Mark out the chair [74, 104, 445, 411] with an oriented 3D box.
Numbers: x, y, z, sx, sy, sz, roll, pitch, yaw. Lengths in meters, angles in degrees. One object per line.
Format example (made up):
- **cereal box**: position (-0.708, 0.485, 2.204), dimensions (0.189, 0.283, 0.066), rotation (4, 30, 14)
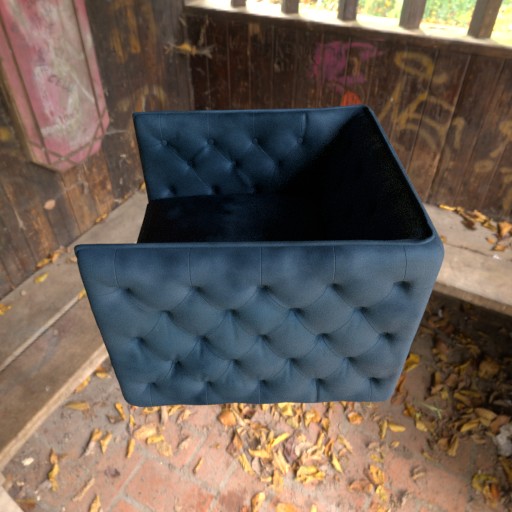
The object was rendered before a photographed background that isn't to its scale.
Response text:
- **chair**: position (0.000, 0.000, 1.551), dimensions (0.877, 0.771, 0.868), rotation (-1, 42, -1)
